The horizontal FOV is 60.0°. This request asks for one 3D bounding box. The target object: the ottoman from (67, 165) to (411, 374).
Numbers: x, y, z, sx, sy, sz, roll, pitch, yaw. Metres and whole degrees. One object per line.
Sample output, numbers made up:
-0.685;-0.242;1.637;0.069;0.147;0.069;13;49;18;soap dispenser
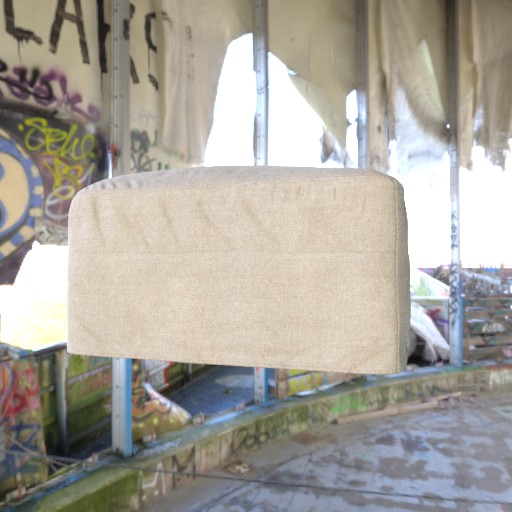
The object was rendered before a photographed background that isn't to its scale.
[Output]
0.000;0.000;1.287;0.837;0.481;0.683;0;0;17;ottoman
